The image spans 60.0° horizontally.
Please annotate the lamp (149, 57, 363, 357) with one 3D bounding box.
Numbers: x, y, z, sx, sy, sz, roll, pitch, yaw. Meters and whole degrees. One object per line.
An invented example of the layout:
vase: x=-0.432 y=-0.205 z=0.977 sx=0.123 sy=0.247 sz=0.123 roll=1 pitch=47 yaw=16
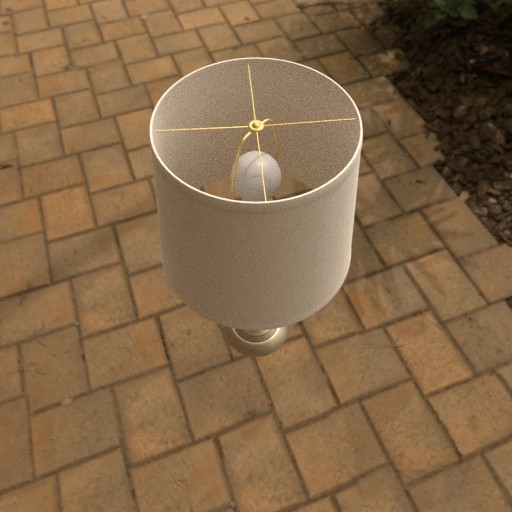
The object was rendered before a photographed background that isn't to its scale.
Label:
lamp: x=0.000 y=0.000 z=0.808 sx=0.328 sy=0.619 sz=0.328 roll=0 pitch=57 yaw=0
